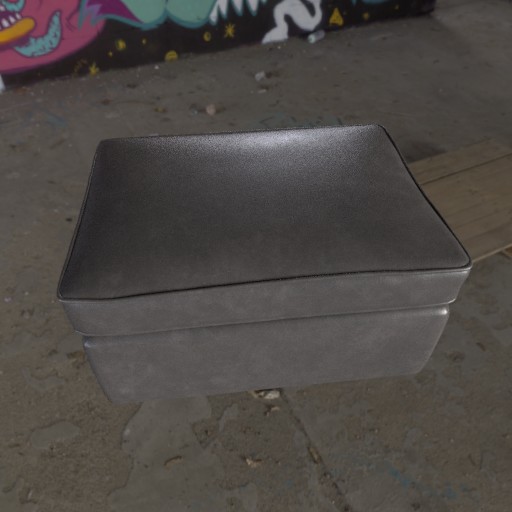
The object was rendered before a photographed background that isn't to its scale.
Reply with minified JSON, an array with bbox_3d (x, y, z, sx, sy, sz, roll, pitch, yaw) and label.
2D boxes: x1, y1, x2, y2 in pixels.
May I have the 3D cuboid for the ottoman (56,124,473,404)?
[{"bbox_3d":[0.000,0.000,1.089,0.756,0.445,0.554,-4,44,-5],"label":"ottoman"}]
